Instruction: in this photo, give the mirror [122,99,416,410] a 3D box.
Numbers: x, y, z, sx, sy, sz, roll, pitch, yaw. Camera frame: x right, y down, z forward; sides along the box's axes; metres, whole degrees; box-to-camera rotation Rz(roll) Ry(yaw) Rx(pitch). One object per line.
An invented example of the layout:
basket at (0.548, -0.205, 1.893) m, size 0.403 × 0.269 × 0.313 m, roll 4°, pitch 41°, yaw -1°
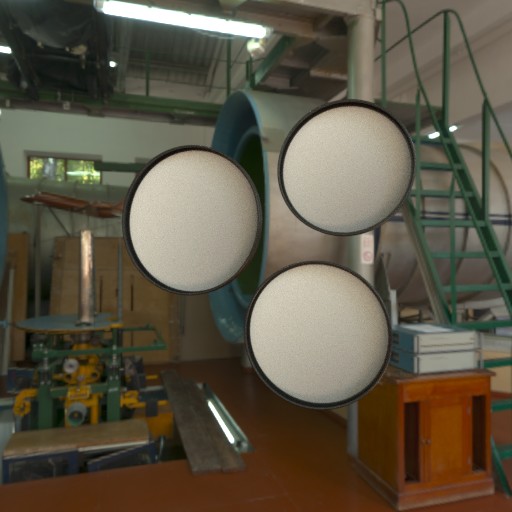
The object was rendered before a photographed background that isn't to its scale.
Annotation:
mirror at (0.000, 0.000, 3.178) m, size 2.160 × 2.096 × 0.076 m, roll 0°, pitch 0°, yaw 17°
